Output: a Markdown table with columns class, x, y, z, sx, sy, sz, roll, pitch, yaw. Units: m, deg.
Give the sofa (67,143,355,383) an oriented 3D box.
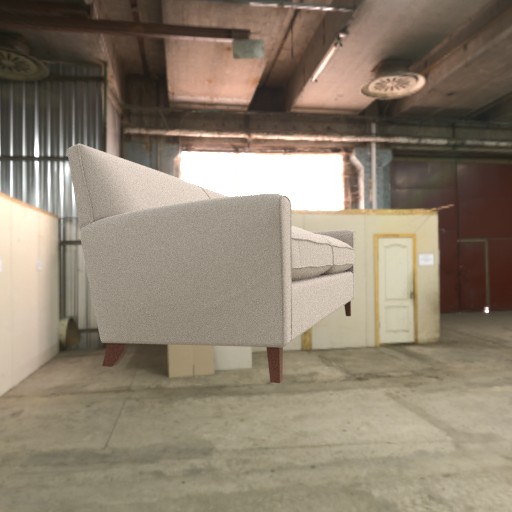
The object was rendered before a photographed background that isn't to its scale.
| class | x | y | z | sx | sy | sz | roll | pitch | yaw |
| --- | --- | --- | --- | --- | --- | --- | --- | --- | --- |
| sofa | 0.000 | 0.000 | 2.447 | 0.875 | 0.846 | 2.000 | 0 | -1 | 19 |
